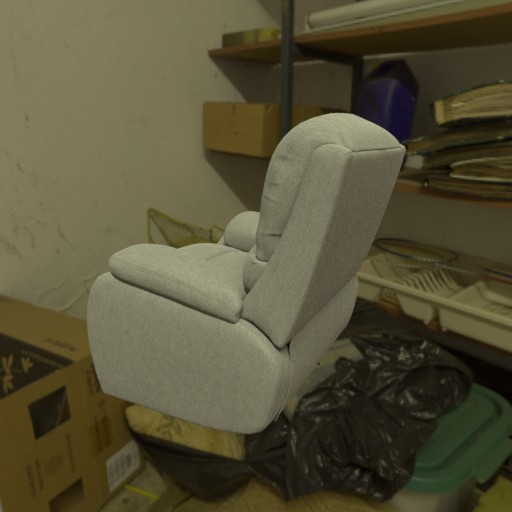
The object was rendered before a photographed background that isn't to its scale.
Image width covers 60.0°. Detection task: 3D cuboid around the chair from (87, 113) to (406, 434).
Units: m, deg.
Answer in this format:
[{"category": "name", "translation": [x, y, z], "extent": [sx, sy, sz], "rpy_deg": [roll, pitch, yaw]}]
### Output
[{"category": "chair", "translation": [0.000, 0.000, 1.673], "extent": [0.899, 1.011, 0.930], "rpy_deg": [7, 16, 26]}]
